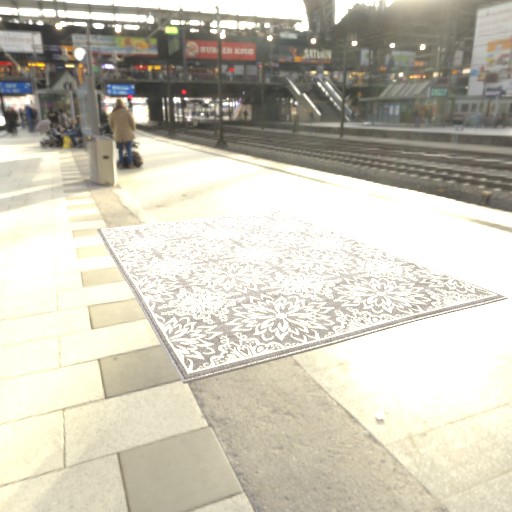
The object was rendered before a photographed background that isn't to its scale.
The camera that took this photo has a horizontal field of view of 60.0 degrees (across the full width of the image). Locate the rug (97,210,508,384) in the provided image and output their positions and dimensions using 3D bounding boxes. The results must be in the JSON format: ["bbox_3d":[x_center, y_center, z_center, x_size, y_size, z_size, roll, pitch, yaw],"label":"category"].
[{"bbox_3d":[0.000,0.000,2.731,1.608,0.014,2.213,-9,20,-24],"label":"rug"}]
